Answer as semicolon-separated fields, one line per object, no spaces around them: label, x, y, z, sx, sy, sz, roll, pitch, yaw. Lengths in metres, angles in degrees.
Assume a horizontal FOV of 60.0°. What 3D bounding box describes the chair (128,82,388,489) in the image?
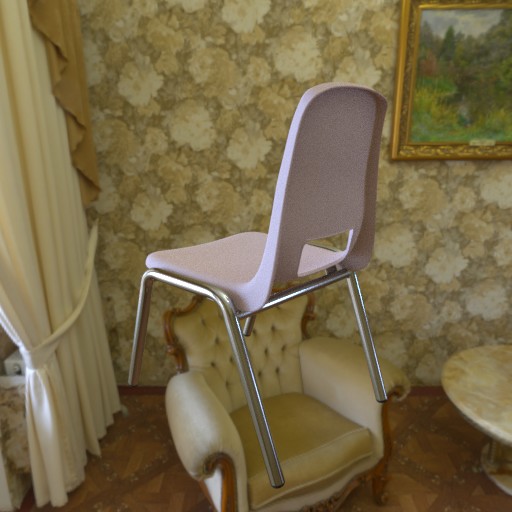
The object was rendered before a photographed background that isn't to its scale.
chair;0.000;0.000;0.835;0.354;0.586;0.423;-15;22;-43
